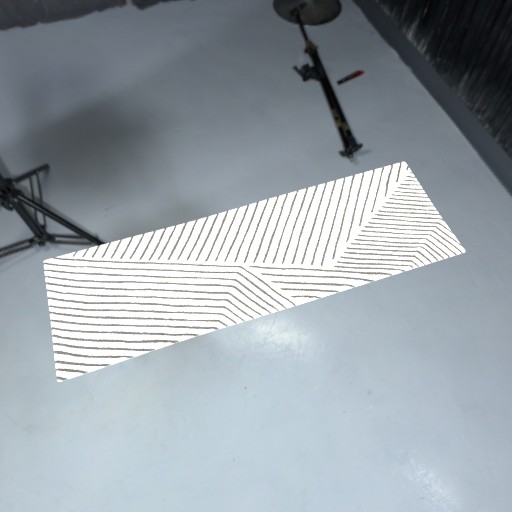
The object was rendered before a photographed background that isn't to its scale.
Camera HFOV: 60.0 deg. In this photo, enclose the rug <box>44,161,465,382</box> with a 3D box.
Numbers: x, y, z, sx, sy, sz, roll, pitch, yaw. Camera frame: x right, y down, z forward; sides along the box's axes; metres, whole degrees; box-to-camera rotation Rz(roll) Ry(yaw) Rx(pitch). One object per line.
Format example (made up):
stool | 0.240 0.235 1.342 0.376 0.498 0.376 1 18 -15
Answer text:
rug | 0.000 0.000 2.680 2.439 0.020 0.773 -16 61 -9
